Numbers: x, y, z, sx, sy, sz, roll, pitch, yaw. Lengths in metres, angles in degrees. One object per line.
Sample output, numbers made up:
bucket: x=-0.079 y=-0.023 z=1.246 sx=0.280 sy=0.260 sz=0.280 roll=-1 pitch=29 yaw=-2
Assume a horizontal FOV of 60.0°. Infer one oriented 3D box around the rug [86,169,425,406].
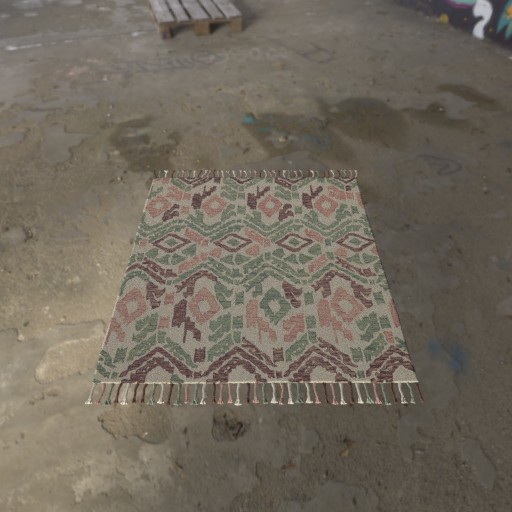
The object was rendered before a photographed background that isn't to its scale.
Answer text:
rug: x=0.000 y=0.000 z=4.188 sx=2.438 sy=0.010 sz=3.048 roll=0 pitch=43 yaw=0
